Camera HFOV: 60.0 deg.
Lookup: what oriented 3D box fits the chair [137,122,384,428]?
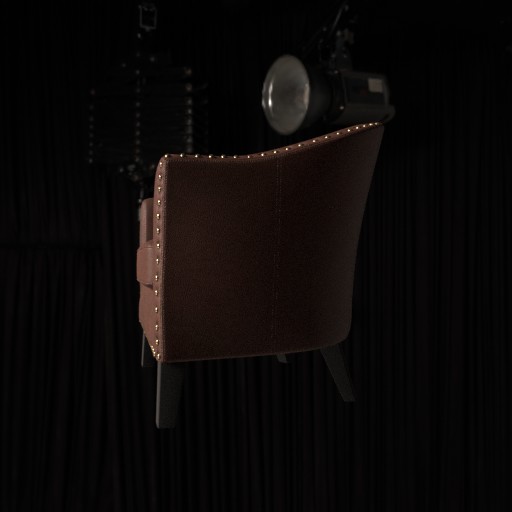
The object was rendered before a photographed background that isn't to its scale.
[{"bbox_3d":[0.000,0.000,1.452,0.748,0.823,0.794,0,-1,-17],"label":"chair"}]
